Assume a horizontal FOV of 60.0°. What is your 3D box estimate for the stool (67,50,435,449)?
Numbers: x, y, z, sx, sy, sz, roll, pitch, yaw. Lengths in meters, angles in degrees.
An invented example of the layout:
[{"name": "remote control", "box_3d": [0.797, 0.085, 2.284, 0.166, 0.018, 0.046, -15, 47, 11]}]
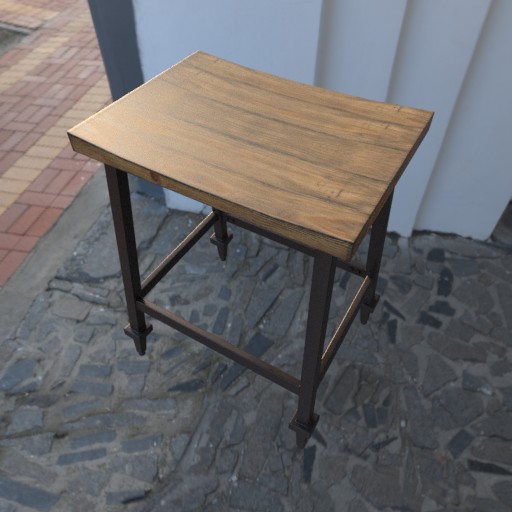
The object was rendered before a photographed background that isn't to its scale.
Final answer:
[{"name": "stool", "box_3d": [0.000, 0.000, 0.927, 0.486, 0.625, 0.405, 23, 51, 20]}]
